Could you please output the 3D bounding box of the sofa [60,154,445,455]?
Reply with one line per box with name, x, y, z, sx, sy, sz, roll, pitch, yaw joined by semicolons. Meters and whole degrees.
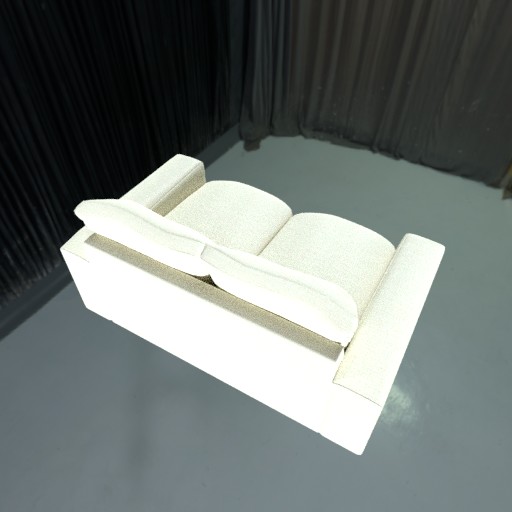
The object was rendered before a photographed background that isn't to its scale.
sofa;0.000;0.000;2.406;1.754;0.875;1.091;22;50;20
